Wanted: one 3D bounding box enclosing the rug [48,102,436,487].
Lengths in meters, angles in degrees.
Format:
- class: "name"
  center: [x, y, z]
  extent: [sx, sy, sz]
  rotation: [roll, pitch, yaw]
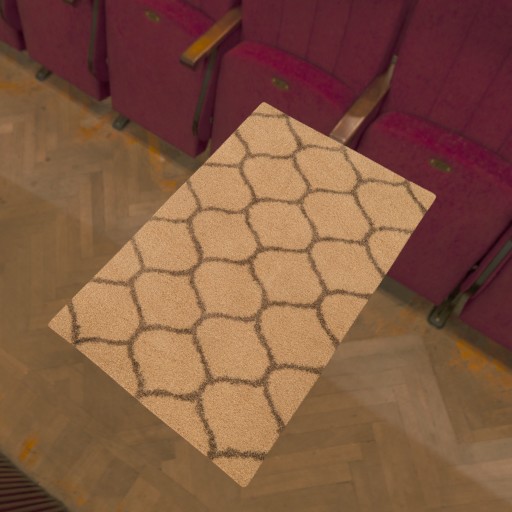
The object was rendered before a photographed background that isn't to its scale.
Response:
- class: "rug"
  center: [0.000, 0.000, 3.480]
  extent: [1.801, 0.026, 2.701]
  rotation: [33, 68, 15]
